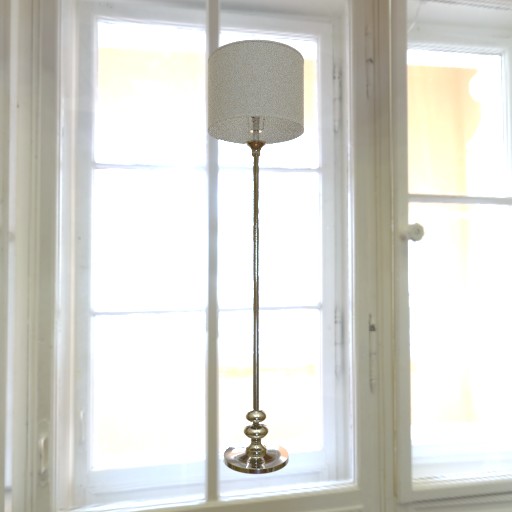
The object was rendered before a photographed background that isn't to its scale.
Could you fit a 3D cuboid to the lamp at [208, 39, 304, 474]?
[{"bbox_3d":[0.000,0.000,1.639,0.356,1.487,0.356,-1,-1,36],"label":"lamp"}]
